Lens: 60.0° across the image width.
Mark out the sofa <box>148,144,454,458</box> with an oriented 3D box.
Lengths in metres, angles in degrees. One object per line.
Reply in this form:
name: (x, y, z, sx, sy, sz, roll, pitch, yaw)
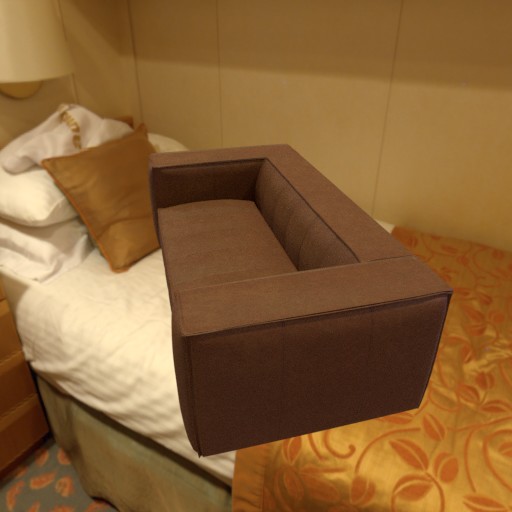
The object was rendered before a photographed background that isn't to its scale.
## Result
sofa: (0.000, 0.000, 2.583, 1.102, 0.703, 2.088, -7, 31, -13)
